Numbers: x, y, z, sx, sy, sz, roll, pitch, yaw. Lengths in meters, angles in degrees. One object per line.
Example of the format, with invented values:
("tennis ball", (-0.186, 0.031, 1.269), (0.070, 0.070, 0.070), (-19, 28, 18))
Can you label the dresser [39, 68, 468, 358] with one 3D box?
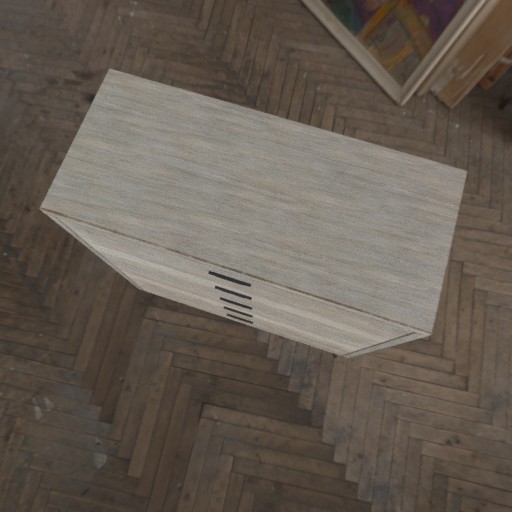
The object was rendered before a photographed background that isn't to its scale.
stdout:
("dresser", (0.000, 0.000, 1.725), (1.016, 1.219, 0.457), (18, 75, 5))
